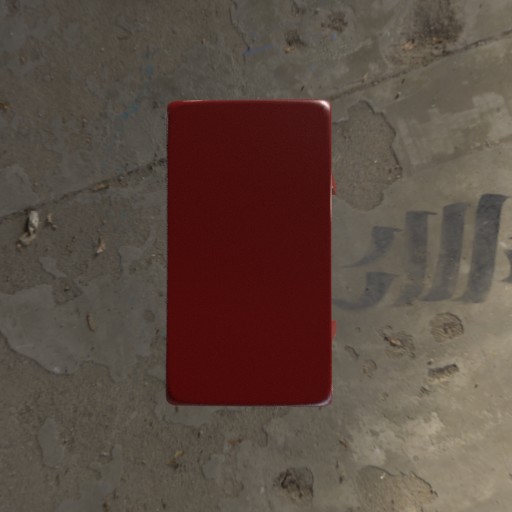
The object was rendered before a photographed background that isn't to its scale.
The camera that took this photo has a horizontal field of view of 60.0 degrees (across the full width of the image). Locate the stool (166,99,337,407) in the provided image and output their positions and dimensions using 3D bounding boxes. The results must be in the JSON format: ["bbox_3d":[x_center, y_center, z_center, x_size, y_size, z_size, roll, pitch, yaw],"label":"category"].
[{"bbox_3d":[0.000,0.000,1.006,0.476,0.737,0.457,0,89,2],"label":"stool"}]
